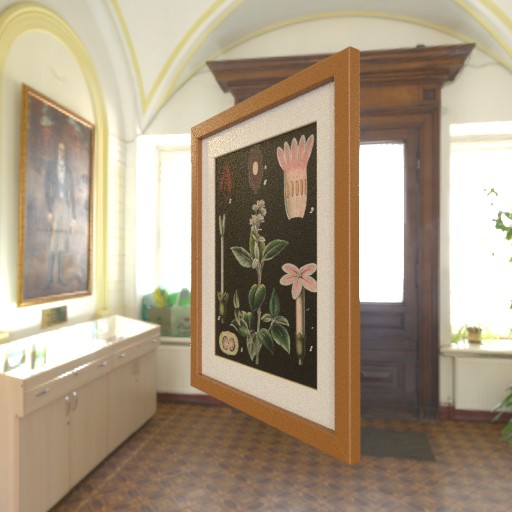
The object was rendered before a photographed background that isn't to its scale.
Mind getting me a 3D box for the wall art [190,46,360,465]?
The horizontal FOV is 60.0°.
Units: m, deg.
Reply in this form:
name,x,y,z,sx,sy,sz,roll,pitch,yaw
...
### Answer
name,x,y,z,sx,sy,sz,roll,pitch,yaw
wall art,0.000,0.000,0.529,0.015,0.379,0.310,0,-1,-36
